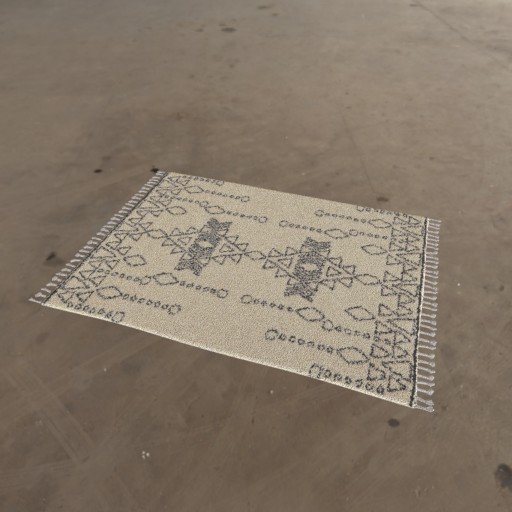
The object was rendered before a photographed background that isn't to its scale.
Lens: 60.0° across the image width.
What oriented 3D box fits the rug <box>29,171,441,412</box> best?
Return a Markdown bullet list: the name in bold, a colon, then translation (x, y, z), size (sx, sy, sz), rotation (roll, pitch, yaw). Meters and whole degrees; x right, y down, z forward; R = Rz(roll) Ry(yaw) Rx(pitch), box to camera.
- **rug**: translation (0.000, 0.000, 3.840), size (3.027, 0.028, 2.125), rotation (12, 42, 14)
